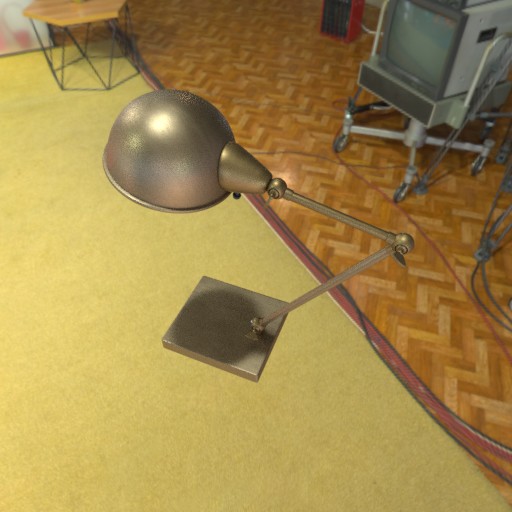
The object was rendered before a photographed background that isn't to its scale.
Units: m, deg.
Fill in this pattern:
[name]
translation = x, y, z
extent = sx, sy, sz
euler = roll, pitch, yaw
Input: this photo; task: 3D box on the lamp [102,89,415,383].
[lamp]
translation = 0.000, 0.000, 0.542
extent = 0.339, 0.371, 0.149
euler = 17, 49, 15
